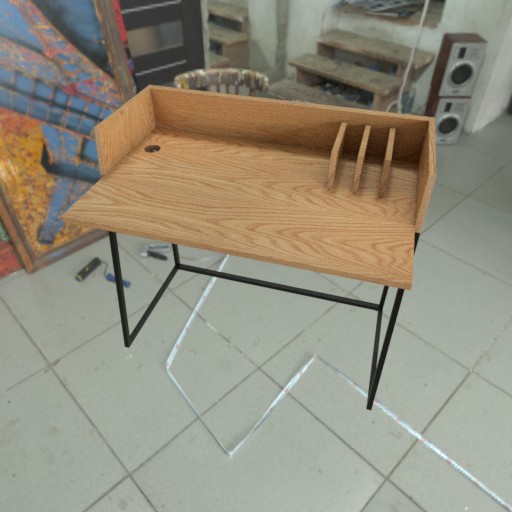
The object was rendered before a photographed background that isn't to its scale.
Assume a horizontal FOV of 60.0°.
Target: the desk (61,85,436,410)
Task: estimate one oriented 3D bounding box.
[{"bbox_3d":[0.000,0.000,1.882,1.191,1.061,0.769,11,42,12],"label":"desk"}]
